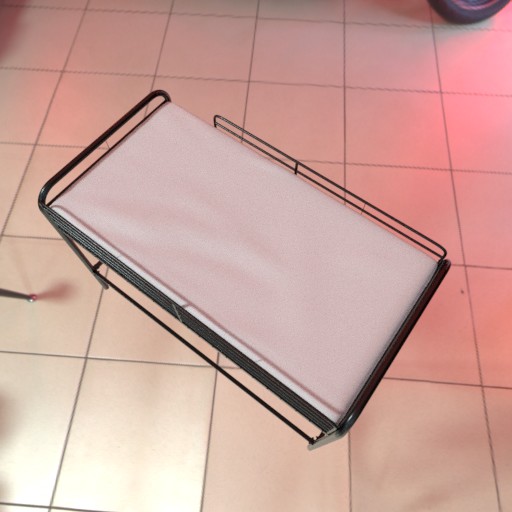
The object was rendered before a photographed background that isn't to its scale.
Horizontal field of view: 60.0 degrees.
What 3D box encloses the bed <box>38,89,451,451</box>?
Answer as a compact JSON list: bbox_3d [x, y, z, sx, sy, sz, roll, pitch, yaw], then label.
[{"bbox_3d":[0.000,0.000,2.893,1.968,1.289,1.393,34,69,15],"label":"bed"}]
